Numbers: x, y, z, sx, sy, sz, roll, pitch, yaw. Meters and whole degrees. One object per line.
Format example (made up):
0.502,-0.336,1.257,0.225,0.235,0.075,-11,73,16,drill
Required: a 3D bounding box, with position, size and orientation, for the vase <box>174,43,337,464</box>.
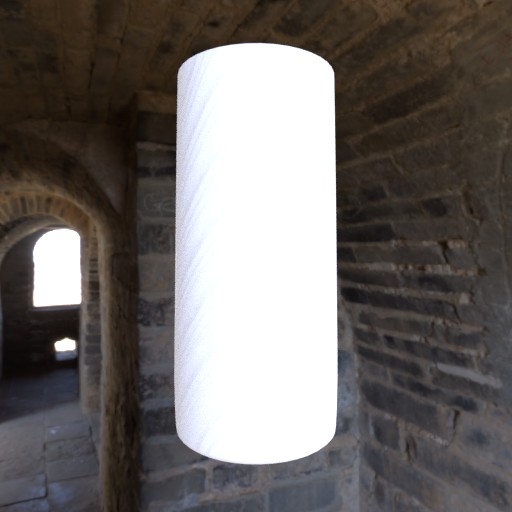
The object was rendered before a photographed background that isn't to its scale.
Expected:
0.000,0.000,0.396,0.143,0.316,0.143,0,0,0,vase
